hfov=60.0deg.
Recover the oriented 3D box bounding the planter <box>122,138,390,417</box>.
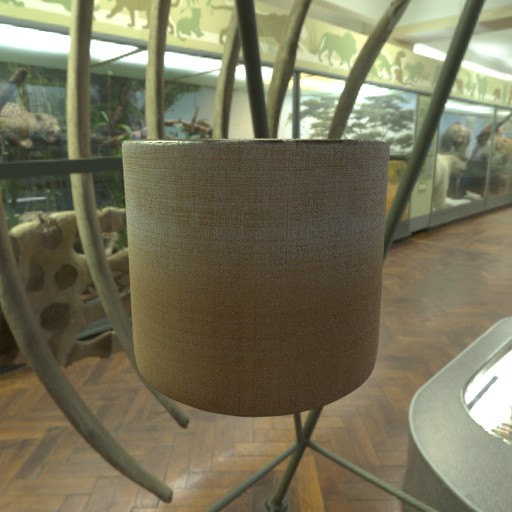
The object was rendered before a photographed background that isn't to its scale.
[{"bbox_3d":[0.000,0.000,0.397,0.221,0.201,0.221,0,14,0],"label":"planter"}]
